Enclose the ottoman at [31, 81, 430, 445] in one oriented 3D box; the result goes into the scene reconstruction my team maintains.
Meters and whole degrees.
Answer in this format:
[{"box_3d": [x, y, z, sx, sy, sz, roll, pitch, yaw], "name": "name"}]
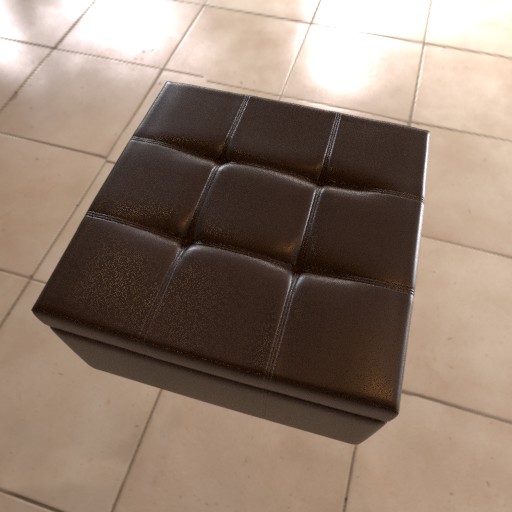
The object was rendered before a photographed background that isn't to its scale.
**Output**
[{"box_3d": [0.000, 0.000, 1.250, 0.788, 0.460, 0.787, 14, 60, 8], "name": "ottoman"}]
